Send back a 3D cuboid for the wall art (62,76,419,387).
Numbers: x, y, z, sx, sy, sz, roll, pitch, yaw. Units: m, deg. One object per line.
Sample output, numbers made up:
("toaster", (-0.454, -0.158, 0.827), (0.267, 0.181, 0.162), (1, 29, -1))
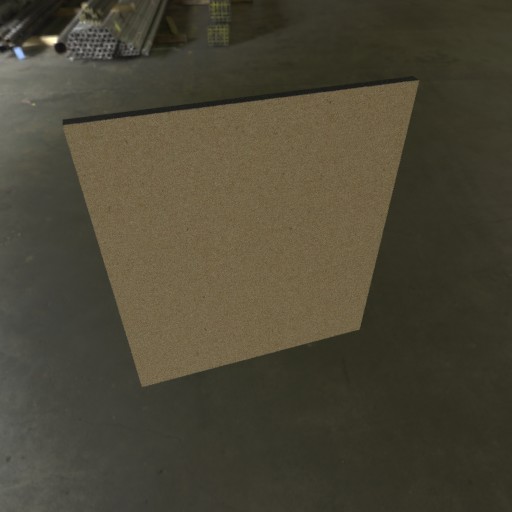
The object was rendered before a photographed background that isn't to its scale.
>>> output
("wall art", (0.000, 0.000, 1.195), (0.755, 0.863, 0.028), (-12, 43, -13))
